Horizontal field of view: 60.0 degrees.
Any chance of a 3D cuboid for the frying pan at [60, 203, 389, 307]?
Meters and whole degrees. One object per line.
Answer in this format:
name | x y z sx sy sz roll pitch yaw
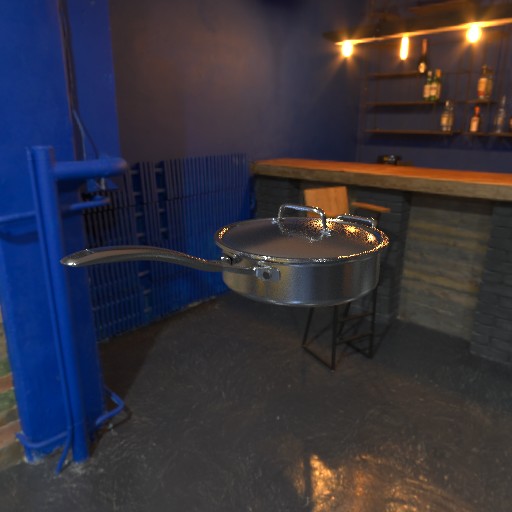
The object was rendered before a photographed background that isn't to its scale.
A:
frying pan | 0.000 0.000 0.578 0.245 0.111 0.492 16 23 42
